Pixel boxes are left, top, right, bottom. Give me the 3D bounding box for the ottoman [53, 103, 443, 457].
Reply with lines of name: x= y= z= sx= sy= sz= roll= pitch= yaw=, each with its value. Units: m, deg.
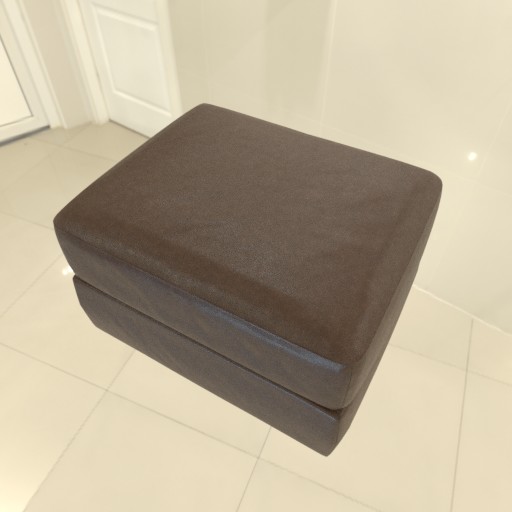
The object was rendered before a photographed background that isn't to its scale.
ottoman: x=0.000 y=0.000 z=1.134 sx=0.751 sy=0.476 sz=0.603 roll=23 pitch=51 yaw=20
